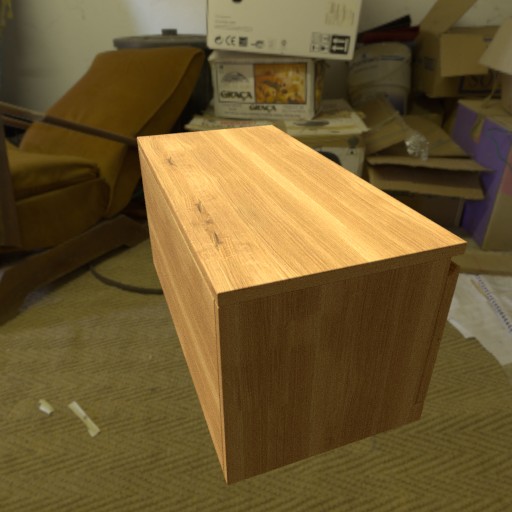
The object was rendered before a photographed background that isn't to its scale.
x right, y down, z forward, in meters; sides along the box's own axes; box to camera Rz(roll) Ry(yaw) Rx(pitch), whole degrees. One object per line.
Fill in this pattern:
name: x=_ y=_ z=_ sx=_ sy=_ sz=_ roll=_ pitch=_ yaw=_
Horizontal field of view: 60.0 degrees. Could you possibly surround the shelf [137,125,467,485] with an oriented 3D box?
shelf: x=0.000 y=0.000 z=1.046 sx=0.400 sy=0.400 sz=0.800 roll=-10 pitch=31 yaw=-17
